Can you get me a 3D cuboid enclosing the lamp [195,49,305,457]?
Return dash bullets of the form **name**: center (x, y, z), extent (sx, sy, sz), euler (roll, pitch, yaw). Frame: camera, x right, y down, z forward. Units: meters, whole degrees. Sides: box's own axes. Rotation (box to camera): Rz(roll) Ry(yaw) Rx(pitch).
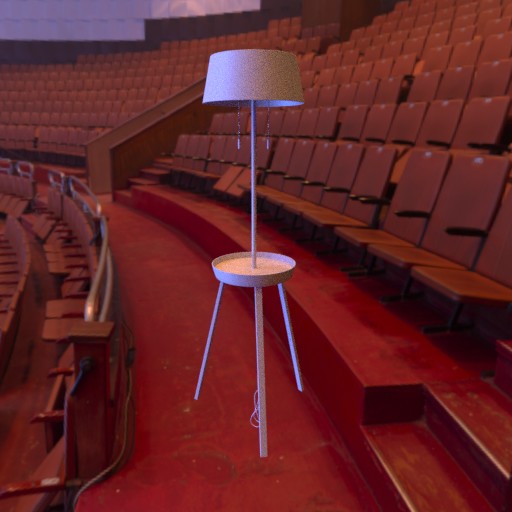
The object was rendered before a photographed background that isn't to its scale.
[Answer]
- **lamp**: center (0.000, 0.000, 1.684), extent (0.508, 1.429, 0.468), euler (-2, 15, -8)
